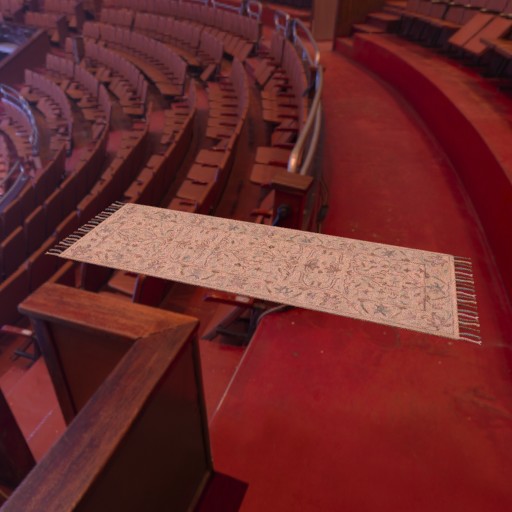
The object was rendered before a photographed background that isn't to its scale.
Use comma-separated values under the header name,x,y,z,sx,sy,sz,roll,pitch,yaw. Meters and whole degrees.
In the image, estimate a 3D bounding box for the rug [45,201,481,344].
name,x,y,z,sx,sy,sz,roll,pitch,yaw
rug,0.000,0.000,2.660,2.440,0.013,0.769,10,34,16
